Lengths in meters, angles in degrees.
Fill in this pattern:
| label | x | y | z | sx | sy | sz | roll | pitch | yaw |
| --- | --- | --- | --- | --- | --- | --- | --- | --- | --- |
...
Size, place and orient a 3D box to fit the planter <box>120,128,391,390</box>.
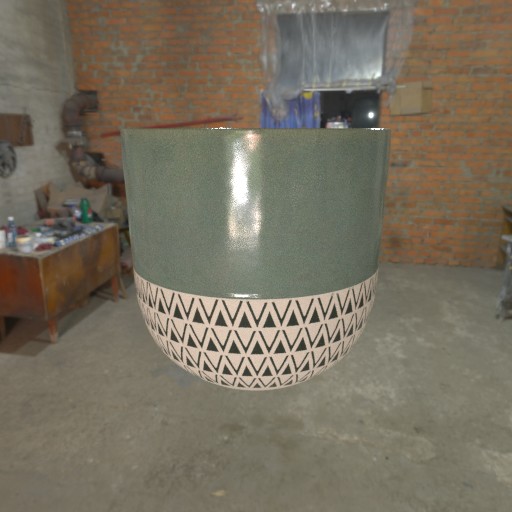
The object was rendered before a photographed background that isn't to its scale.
| label | x | y | z | sx | sy | sz | roll | pitch | yaw |
| --- | --- | --- | --- | --- | --- | --- | --- | --- | --- |
| planter | 0.000 | 0.000 | 0.489 | 0.266 | 0.270 | 0.266 | 0 | 16 | 0 |
